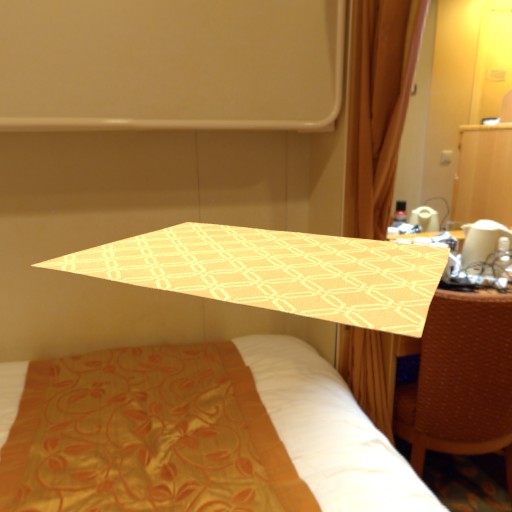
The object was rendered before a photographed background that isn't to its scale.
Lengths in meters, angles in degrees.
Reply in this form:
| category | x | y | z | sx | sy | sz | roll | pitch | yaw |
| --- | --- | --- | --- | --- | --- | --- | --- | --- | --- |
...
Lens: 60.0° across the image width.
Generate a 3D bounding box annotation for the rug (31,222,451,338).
| category | x | y | z | sx | sy | sz | roll | pitch | yaw |
| --- | --- | --- | --- | --- | --- | --- | --- | --- | --- |
| rug | 0.000 | 0.000 | 4.318 | 3.365 | 0.020 | 2.452 | 7 | 16 | 26 |
